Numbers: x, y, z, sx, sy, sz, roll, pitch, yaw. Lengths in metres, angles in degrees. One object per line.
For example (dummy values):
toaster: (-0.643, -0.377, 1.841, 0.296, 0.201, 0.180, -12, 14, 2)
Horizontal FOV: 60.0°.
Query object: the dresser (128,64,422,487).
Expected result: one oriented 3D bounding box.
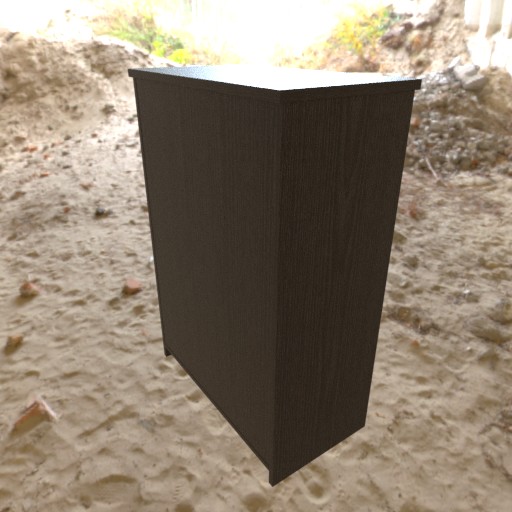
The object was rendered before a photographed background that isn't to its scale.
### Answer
dresser: (0.000, 0.000, 1.333, 0.399, 1.020, 0.704, -17, 31, -31)
